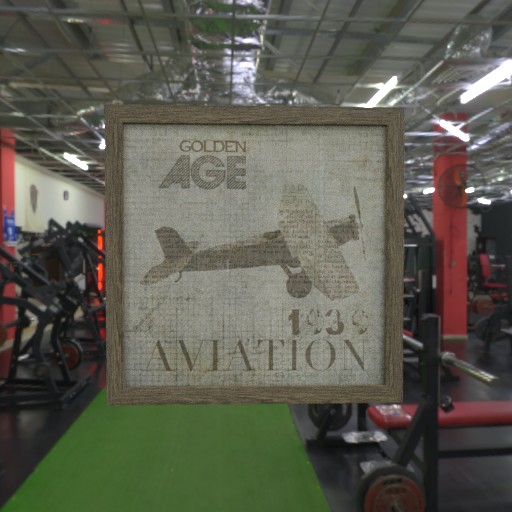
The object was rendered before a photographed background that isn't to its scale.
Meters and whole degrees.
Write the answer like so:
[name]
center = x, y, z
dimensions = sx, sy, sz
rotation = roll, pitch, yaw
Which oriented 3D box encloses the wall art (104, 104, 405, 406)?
[wall art]
center = 0.000, 0.000, 0.764
dimensions = 0.508, 0.508, 0.019
rotation = 0, 1, -2
